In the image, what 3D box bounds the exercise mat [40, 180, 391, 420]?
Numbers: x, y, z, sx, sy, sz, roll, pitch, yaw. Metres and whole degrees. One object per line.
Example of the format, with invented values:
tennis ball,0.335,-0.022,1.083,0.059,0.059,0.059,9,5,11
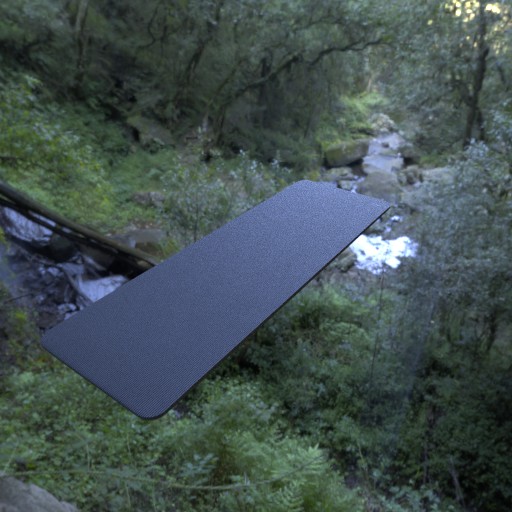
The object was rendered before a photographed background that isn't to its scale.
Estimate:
exercise mat,0.000,0.000,2.098,0.616,0.021,1.884,21,38,30
